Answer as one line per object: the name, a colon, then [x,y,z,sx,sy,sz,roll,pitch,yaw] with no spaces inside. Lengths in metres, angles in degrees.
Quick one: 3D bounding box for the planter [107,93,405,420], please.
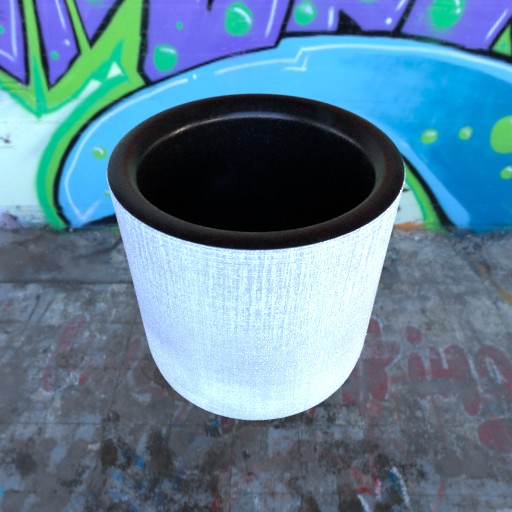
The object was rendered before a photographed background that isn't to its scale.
planter: [0.000,0.000,0.291,0.160,0.156,0.160,0,43,0]
